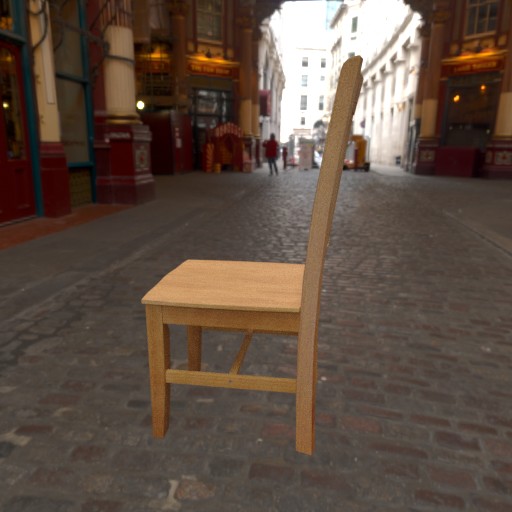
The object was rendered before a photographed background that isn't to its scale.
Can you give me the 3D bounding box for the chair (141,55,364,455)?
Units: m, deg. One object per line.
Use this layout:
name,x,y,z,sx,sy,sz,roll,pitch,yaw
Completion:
chair,0.000,0.000,1.298,0.556,0.998,0.450,2,15,8
